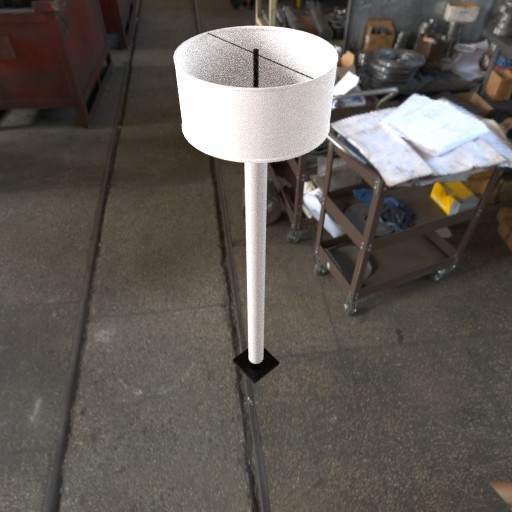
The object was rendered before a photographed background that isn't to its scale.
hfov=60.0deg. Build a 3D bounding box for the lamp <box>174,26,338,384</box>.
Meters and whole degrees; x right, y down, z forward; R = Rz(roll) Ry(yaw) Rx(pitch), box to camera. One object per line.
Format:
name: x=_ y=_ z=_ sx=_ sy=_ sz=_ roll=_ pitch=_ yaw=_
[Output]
lamp: x=0.000 y=0.000 z=1.644 sx=0.420 sy=1.475 sz=0.420 roll=-32 pitch=53 yaw=-28
